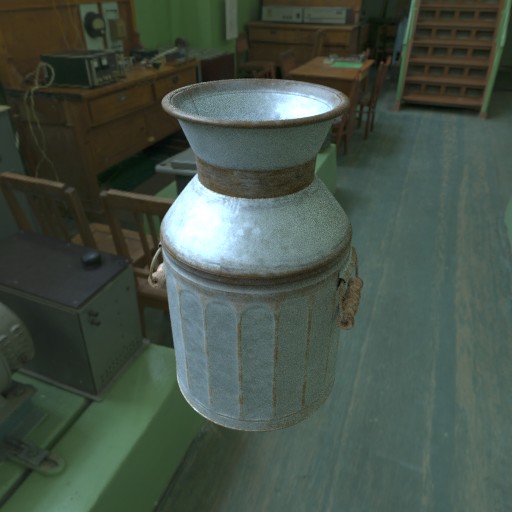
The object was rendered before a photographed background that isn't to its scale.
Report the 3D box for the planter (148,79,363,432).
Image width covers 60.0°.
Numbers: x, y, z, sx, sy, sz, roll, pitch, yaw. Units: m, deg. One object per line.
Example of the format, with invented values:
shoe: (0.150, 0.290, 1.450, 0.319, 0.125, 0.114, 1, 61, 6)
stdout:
planter: (0.000, 0.000, 0.515, 0.248, 0.358, 0.215, 10, 34, 16)
